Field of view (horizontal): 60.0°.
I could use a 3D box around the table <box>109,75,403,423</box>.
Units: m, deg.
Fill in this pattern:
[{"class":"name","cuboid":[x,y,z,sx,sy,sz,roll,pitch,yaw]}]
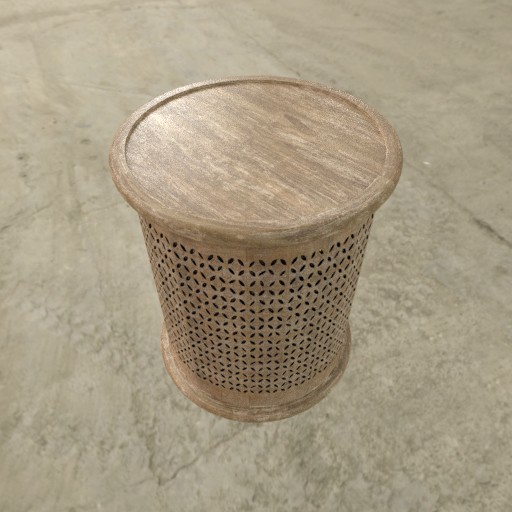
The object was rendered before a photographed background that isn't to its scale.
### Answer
[{"class":"table","cuboid":[0.000,0.000,0.794,0.407,0.482,0.407,0,46,0]}]
